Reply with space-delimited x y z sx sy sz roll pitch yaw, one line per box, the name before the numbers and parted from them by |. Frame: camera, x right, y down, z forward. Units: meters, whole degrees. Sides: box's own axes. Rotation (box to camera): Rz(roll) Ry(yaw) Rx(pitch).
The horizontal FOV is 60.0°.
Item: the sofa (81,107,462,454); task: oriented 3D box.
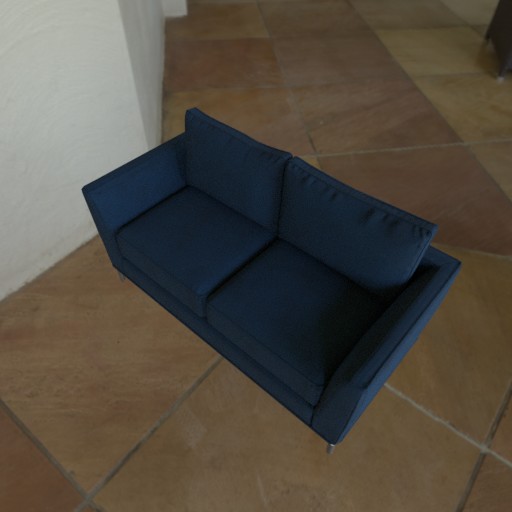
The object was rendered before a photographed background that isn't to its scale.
sofa | 0.000 0.000 2.358 1.770 1.002 0.853 33 55 27
